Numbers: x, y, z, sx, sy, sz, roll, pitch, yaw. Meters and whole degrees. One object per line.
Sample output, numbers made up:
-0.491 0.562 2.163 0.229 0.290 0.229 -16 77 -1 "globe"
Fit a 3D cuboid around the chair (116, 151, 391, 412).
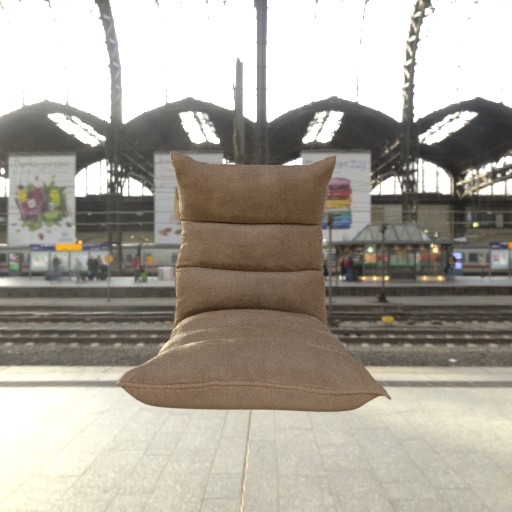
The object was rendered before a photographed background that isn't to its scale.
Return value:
0.000 0.000 1.591 0.714 0.892 0.985 0 -1 -1 "chair"
